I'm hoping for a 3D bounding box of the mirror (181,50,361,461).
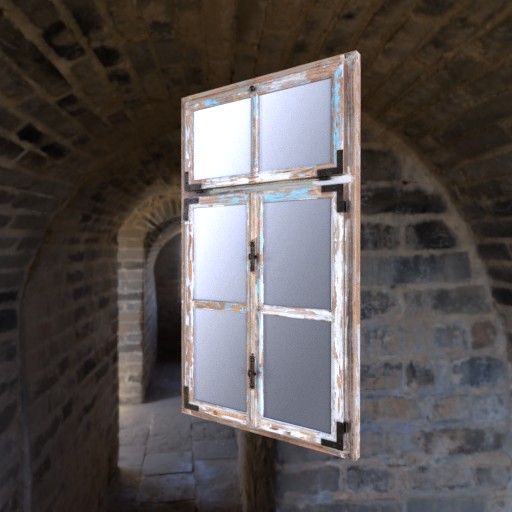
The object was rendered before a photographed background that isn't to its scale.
[{"bbox_3d":[0.000,0.000,1.504,0.707,1.213,0.083,0,0,35],"label":"mirror"}]
